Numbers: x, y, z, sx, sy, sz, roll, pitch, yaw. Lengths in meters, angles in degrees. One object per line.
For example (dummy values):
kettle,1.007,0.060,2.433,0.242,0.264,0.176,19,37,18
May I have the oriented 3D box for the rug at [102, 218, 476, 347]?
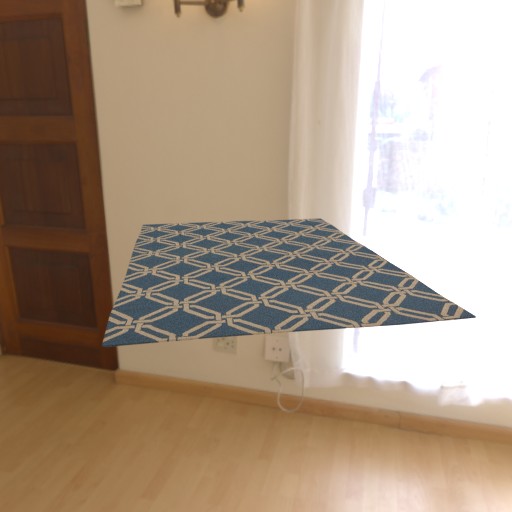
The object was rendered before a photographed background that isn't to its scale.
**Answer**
rug,0.000,0.000,2.732,1.524,0.013,2.135,-3,16,-9
